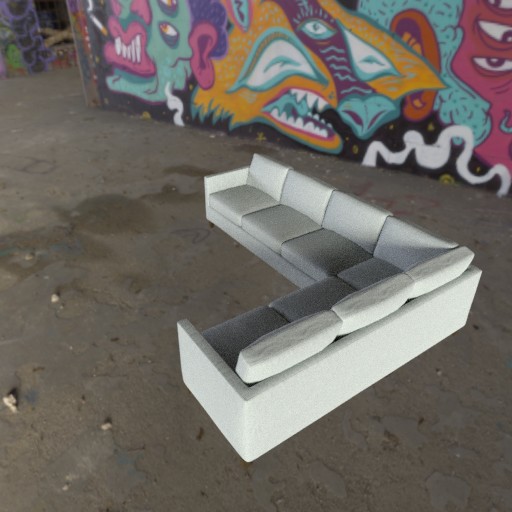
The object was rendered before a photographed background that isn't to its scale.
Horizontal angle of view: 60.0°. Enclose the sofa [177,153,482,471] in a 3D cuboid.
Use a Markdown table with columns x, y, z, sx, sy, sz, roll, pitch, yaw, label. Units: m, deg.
| x | y | z | sx | sy | sz | roll | pitch | yaw | label |
| --- | --- | --- | --- | --- | --- | --- | --- | --- | --- |
| 0.000 | 0.000 | 4.484 | 2.522 | 0.934 | 3.333 | -20 | 37 | -29 | sofa |
